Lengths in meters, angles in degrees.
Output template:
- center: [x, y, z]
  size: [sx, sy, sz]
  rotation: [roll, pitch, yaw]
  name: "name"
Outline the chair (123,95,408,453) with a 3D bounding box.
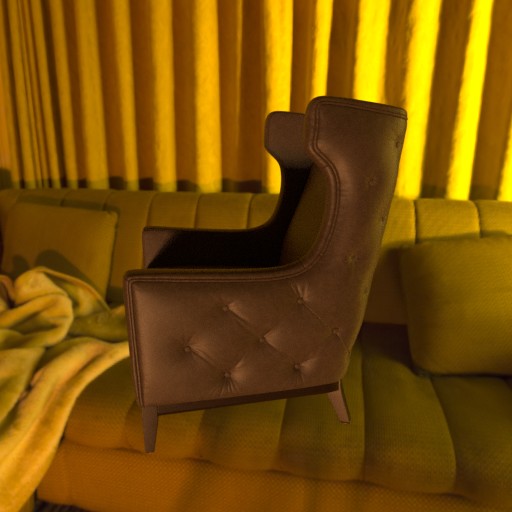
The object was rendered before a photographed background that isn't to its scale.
- center: [0.000, 0.000, 1.661]
  size: [0.899, 1.079, 0.769]
  rotation: [-2, 15, -9]
  name: "chair"
